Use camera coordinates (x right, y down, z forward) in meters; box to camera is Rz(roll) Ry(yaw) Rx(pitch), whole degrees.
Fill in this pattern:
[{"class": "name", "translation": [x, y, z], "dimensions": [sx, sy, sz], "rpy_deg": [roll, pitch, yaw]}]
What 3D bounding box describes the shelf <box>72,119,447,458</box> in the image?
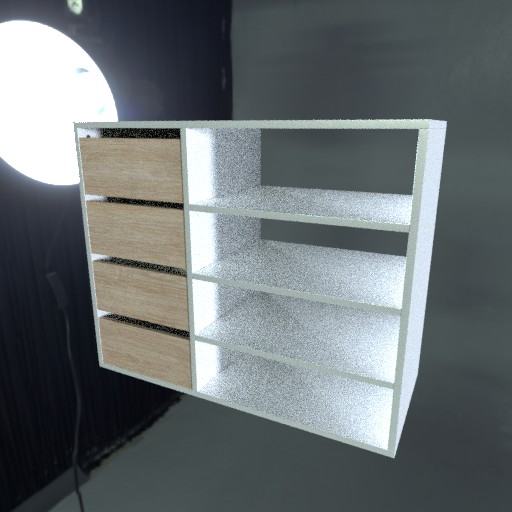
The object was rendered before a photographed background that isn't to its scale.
[{"class": "shelf", "translation": [0.000, 0.000, 1.260], "dimensions": [0.895, 0.732, 0.396], "rpy_deg": [8, 18, 25]}]
